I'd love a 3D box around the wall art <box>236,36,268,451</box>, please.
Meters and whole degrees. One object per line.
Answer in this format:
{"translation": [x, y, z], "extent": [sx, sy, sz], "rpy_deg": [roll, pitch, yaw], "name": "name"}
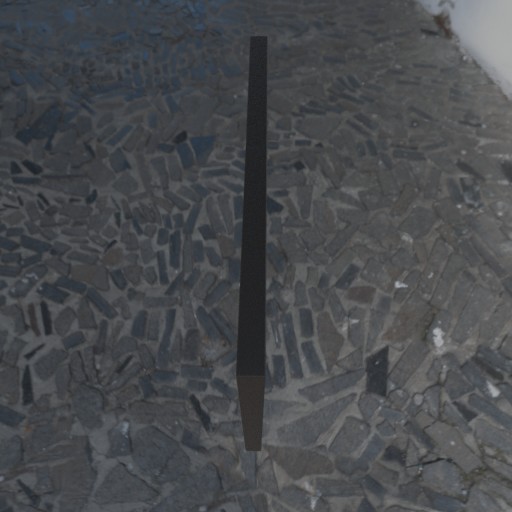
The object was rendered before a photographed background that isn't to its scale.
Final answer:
{"translation": [0.000, 0.000, 0.767], "extent": [0.029, 0.458, 0.559], "rpy_deg": [1, 58, 1], "name": "wall art"}
